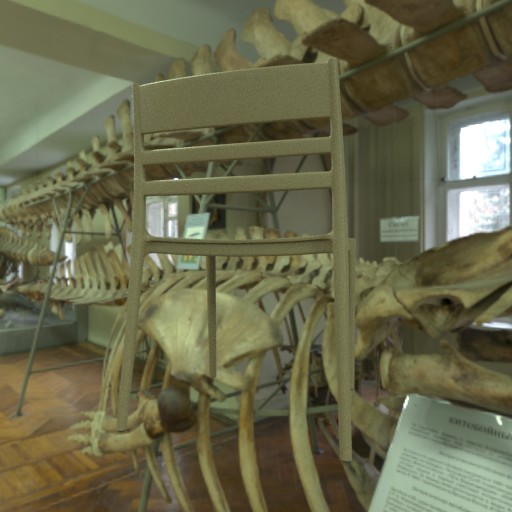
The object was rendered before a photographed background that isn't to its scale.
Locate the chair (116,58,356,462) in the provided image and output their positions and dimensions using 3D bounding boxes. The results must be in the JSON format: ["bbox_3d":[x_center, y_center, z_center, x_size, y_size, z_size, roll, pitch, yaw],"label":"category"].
[{"bbox_3d":[0.000,0.000,1.162,0.531,0.800,0.511,0,0,17],"label":"chair"}]
